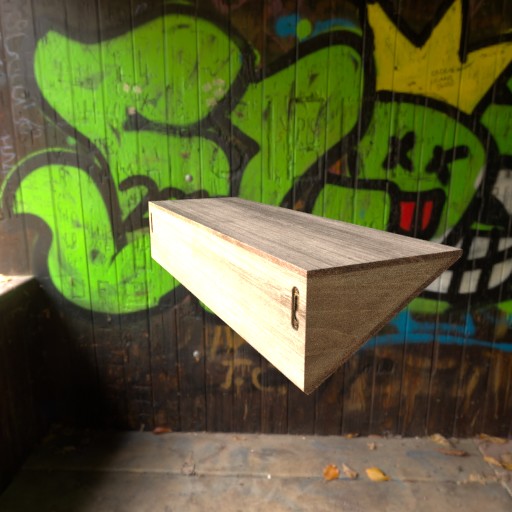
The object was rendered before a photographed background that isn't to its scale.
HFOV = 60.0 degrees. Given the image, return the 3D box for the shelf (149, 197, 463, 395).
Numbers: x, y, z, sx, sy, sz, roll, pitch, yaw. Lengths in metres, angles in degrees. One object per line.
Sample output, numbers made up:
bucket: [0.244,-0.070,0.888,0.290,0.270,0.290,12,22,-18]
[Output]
shelf: [0.000,0.000,0.718,0.200,0.125,0.610,-7,15,-26]
